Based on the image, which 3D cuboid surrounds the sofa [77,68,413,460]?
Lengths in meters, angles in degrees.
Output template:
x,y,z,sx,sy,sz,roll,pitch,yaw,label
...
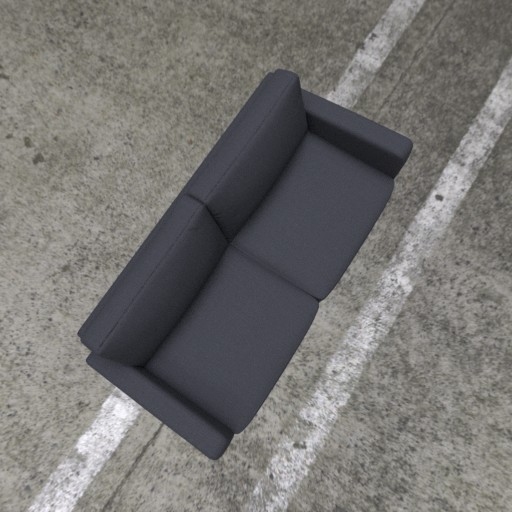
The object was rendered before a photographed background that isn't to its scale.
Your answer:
x,y,z,sx,sy,sz,roll,pitch,yaw,label
0.000,0.000,2.363,0.898,0.839,1.852,33,79,7,sofa
